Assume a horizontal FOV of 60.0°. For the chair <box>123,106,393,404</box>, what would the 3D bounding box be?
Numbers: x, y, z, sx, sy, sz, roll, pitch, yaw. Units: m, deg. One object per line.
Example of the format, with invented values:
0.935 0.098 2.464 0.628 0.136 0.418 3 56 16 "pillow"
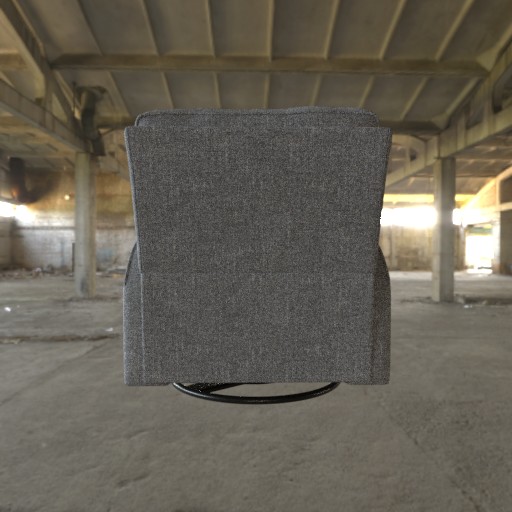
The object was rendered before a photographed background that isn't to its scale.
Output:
0.000 0.000 1.695 0.861 0.962 0.964 0 0 -1 "chair"
